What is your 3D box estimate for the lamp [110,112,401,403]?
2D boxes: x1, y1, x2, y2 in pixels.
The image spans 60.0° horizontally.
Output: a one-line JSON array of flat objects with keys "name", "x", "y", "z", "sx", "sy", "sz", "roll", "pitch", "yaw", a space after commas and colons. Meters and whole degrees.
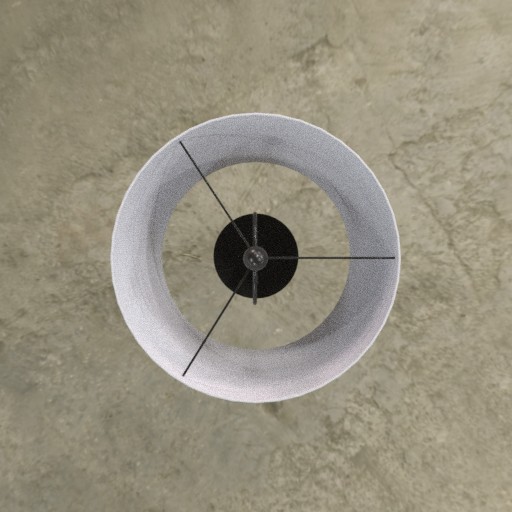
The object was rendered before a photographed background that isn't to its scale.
[{"name": "lamp", "x": 0.000, "y": 0.000, "z": 0.730, "sx": 0.304, "sy": 0.573, "sz": 0.304, "roll": 0, "pitch": 91, "yaw": 0}]
